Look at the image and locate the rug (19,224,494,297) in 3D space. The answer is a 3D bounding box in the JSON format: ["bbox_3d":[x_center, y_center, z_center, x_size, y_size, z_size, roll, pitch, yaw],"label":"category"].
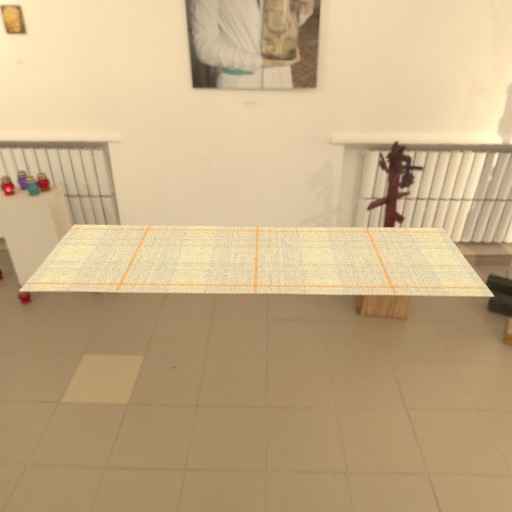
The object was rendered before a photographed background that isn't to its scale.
[{"bbox_3d":[0.000,0.000,2.606,2.442,0.016,0.770,1,31,1],"label":"rug"}]
